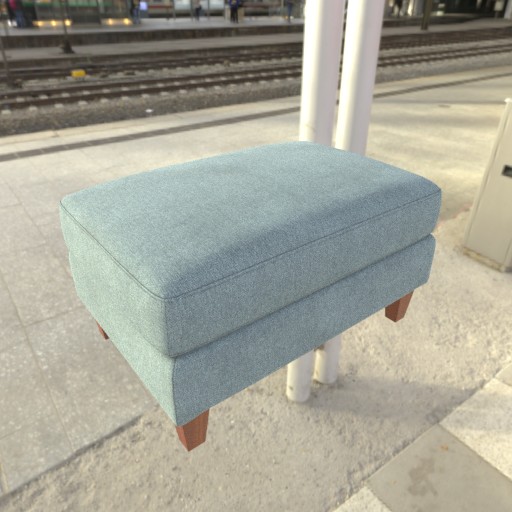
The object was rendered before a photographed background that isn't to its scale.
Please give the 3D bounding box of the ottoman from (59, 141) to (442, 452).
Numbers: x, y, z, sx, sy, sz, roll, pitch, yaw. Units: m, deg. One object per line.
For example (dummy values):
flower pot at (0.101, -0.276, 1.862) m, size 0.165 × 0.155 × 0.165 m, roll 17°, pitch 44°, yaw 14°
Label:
ottoman at (0.000, 0.000, 1.224) m, size 0.864 × 0.483 × 0.584 m, roll -21°, pitch 36°, yaw -32°
